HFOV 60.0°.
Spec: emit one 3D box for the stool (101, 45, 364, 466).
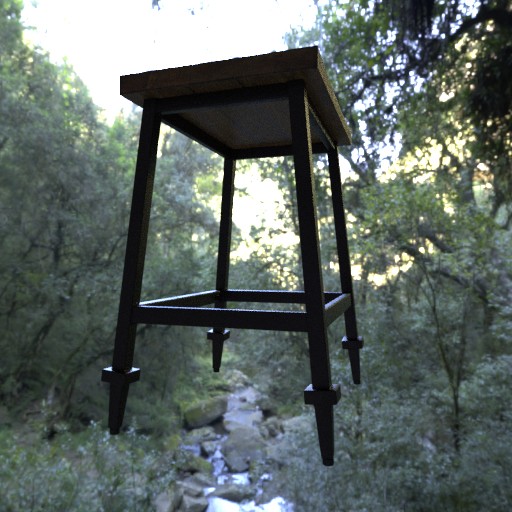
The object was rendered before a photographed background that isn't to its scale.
[{"bbox_3d":[0.000,0.000,0.934,0.405,0.625,0.486,0,0,18],"label":"stool"}]
